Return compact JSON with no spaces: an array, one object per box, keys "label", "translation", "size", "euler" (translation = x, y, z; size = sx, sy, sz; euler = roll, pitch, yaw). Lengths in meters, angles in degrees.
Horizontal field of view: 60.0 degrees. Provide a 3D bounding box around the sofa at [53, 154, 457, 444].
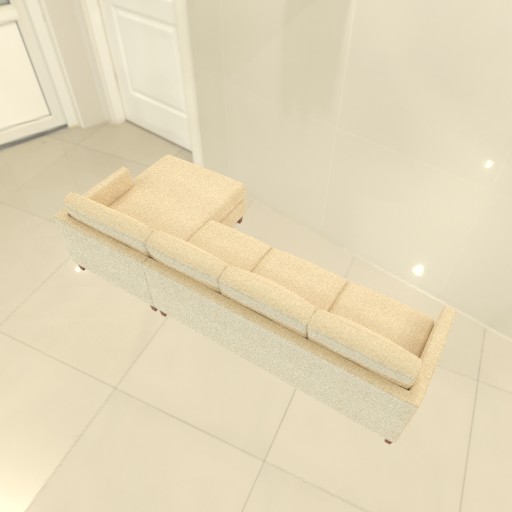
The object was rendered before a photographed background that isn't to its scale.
[{"label":"sofa","translation":[0.000,0.000,4.100],"size":[3.471,0.954,1.603],"euler":[25,52,21]}]
